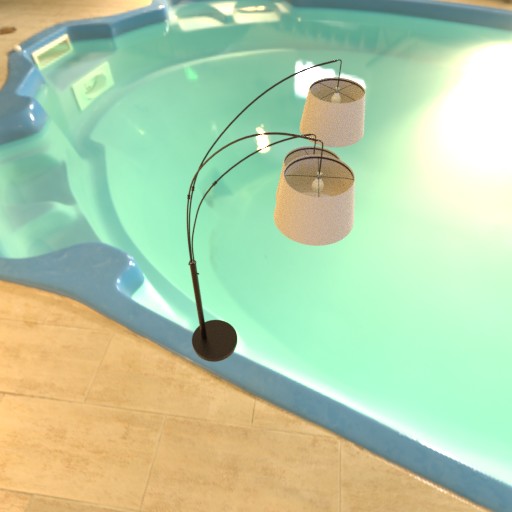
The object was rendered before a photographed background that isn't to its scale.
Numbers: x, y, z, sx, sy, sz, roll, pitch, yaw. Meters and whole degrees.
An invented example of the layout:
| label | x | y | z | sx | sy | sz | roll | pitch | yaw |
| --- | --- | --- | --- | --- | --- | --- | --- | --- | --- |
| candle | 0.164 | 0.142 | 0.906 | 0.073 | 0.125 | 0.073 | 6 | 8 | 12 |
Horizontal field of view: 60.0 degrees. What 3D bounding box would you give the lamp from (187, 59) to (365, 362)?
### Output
| label | x | y | z | sx | sy | sz | roll | pitch | yaw |
| --- | --- | --- | --- | --- | --- | --- | --- | --- | --- |
| lamp | 0.000 | 0.000 | 2.440 | 0.924 | 1.950 | 0.951 | 10 | 48 | 9 |
